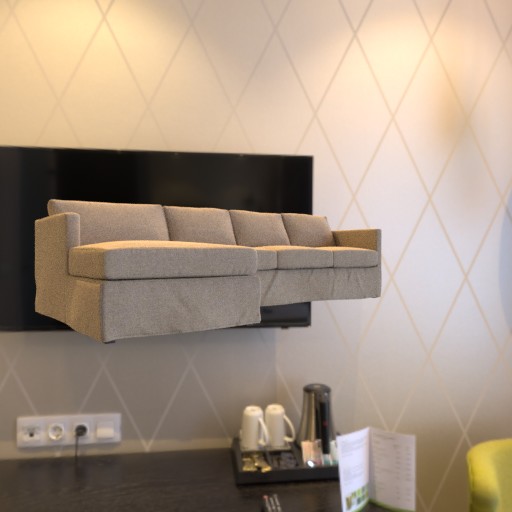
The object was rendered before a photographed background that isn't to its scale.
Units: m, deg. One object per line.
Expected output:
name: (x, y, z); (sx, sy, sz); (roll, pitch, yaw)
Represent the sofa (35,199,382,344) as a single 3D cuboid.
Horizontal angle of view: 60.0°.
sofa: (0.000, 0.000, 3.796); (3.198, 0.920, 1.638); (0, 1, -37)
